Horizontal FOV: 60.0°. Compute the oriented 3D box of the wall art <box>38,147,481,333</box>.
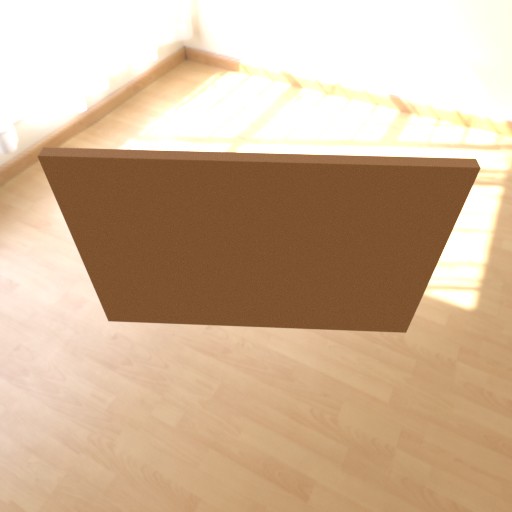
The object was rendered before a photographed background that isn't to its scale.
[{"bbox_3d":[0.000,0.000,1.149,0.915,0.608,0.033,2,47,2],"label":"wall art"}]
